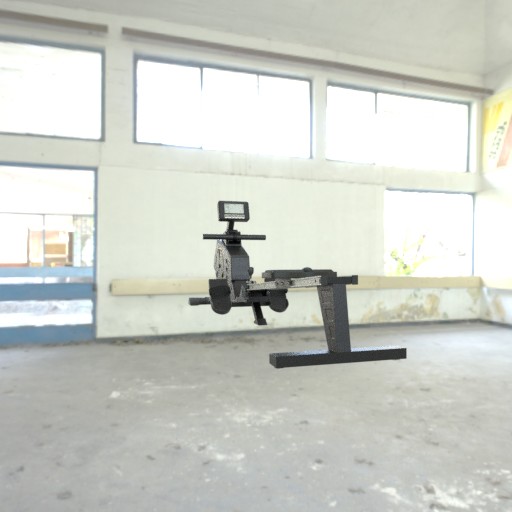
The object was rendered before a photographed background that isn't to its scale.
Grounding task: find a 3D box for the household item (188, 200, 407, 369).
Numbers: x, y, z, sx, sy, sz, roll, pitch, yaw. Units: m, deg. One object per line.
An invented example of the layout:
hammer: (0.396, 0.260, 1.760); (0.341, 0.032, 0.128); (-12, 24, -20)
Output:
household item: (0.000, 0.000, 2.683); (0.521, 0.810, 2.251); (0, 0, -16)
